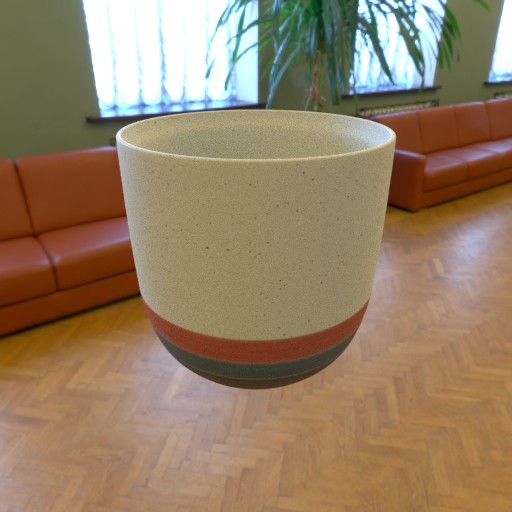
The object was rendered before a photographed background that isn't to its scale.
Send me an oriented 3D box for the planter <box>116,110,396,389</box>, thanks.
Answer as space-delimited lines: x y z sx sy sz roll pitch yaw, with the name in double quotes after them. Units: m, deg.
0.000 0.000 0.380 0.204 0.214 0.204 0 26 0 "planter"
